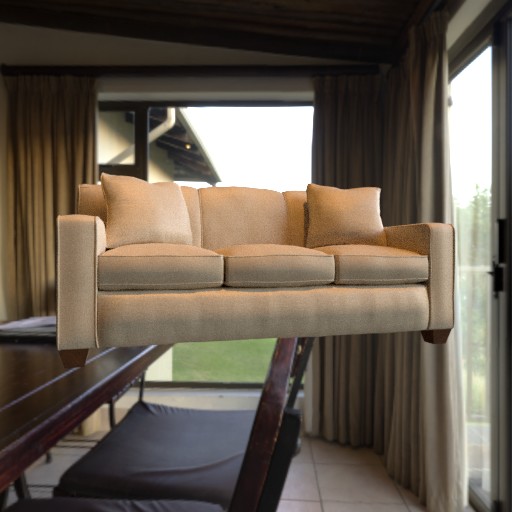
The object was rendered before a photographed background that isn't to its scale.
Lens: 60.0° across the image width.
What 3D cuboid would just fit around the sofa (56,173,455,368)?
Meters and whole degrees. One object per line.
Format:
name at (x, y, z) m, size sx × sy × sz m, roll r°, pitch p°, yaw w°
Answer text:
sofa at (0.000, 0.000, 2.570) m, size 2.024 × 0.958 × 0.997 m, roll 0°, pitch 0°, yaw -16°
